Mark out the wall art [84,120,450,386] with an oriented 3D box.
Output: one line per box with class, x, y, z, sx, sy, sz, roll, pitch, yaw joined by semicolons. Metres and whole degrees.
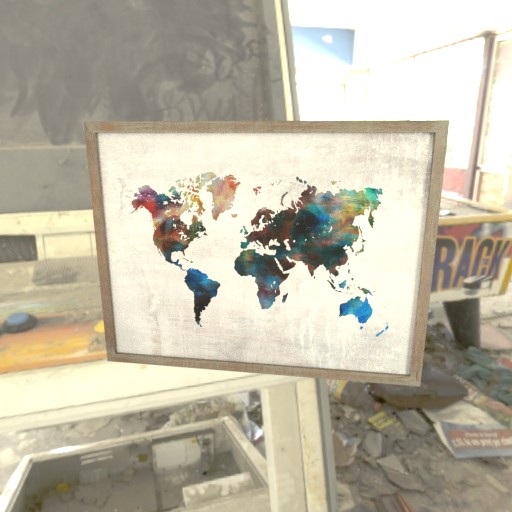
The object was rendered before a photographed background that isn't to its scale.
wall art;0.000;0.000;1.328;1.012;0.774;0.019;2;16;9
